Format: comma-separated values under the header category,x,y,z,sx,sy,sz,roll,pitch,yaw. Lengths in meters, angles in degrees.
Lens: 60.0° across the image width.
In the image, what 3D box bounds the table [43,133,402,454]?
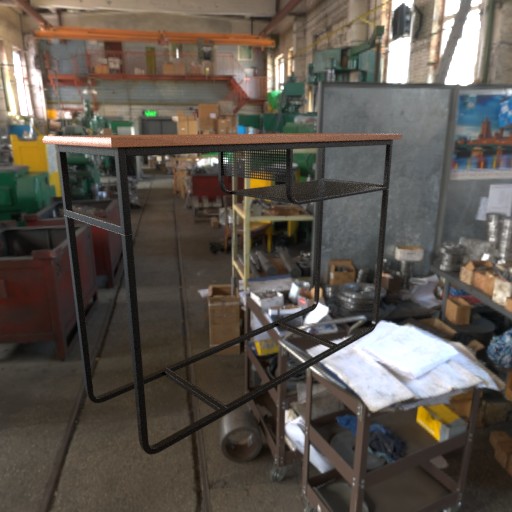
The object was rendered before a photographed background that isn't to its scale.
category,x,y,z,sx,sy,sz,roll,pitch,yaw
table,0.000,0.000,1.420,1.100,0.750,0.350,-15,22,-42
